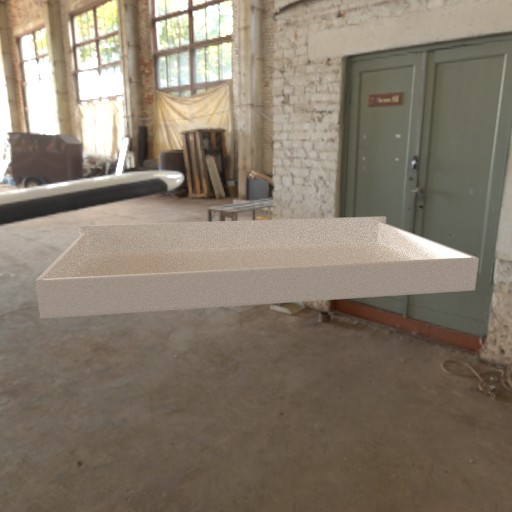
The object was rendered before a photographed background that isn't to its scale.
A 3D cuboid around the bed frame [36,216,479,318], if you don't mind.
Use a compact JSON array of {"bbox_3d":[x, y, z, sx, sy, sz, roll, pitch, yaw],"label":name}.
[{"bbox_3d":[0.000,0.000,1.569,1.300,0.141,0.670,-3,14,-10],"label":"bed frame"}]
